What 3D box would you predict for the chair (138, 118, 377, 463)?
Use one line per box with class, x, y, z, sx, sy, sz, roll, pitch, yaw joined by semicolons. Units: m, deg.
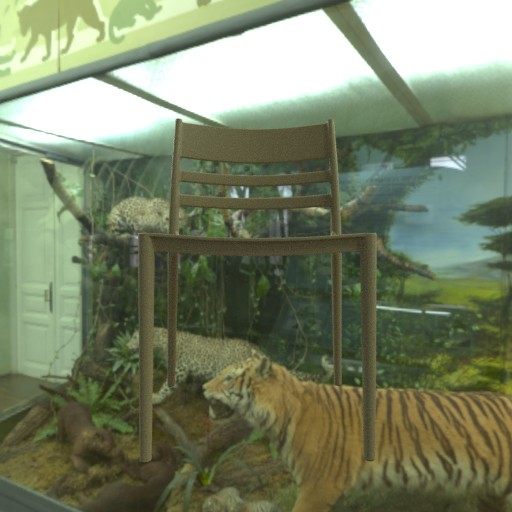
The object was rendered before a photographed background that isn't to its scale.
chair;0.000;0.000;1.115;0.531;0.800;0.511;0;1;-1
